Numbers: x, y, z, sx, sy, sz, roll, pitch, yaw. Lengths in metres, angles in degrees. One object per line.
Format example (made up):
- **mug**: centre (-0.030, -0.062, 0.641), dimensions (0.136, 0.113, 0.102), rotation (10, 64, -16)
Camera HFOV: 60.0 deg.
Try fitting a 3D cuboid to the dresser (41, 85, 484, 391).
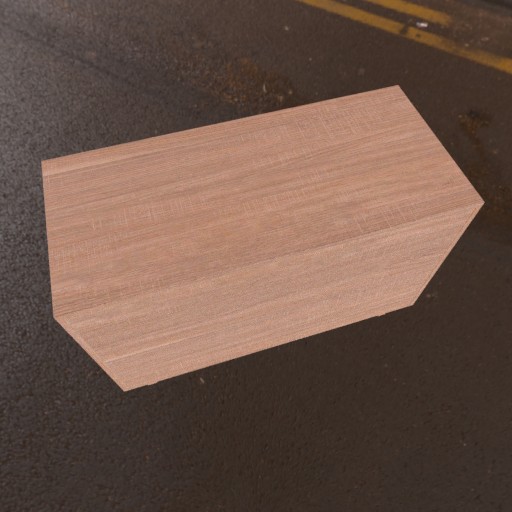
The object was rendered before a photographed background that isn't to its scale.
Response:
- **dresser**: centre (0.000, 0.000, 1.541), dimensions (1.110, 0.780, 0.500), rotation (-15, 60, -9)
